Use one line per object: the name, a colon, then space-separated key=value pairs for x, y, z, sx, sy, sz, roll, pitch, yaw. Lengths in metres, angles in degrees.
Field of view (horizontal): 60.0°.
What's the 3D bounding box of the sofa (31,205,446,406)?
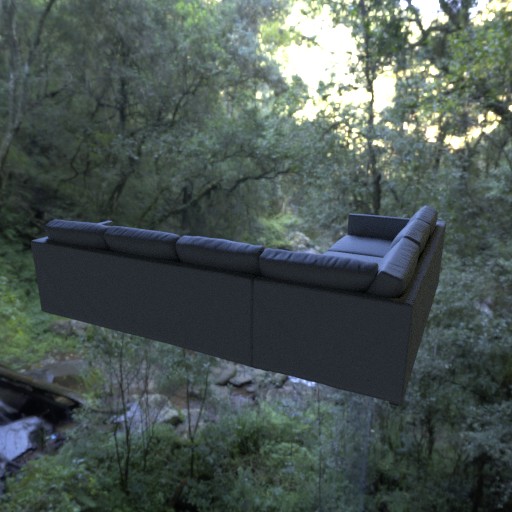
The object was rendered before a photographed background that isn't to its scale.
sofa: x=0.000 y=0.000 z=4.268 sx=3.182 sy=0.871 sz=2.432 roll=8 pitch=19 yaw=25
